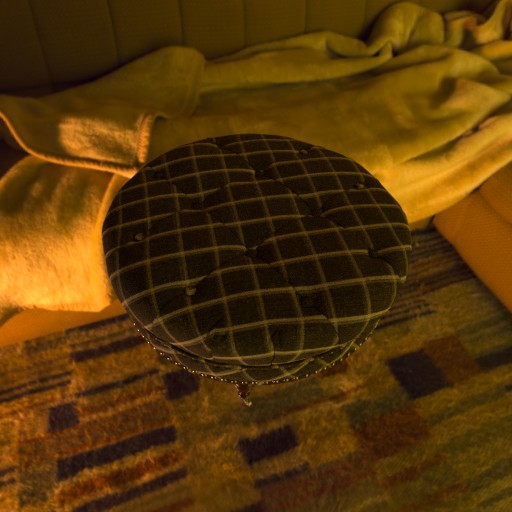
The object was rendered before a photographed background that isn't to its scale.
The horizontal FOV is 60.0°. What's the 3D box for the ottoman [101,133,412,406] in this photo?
[{"bbox_3d":[0.000,0.000,1.413,0.901,0.439,0.901,0,47,0],"label":"ottoman"}]
